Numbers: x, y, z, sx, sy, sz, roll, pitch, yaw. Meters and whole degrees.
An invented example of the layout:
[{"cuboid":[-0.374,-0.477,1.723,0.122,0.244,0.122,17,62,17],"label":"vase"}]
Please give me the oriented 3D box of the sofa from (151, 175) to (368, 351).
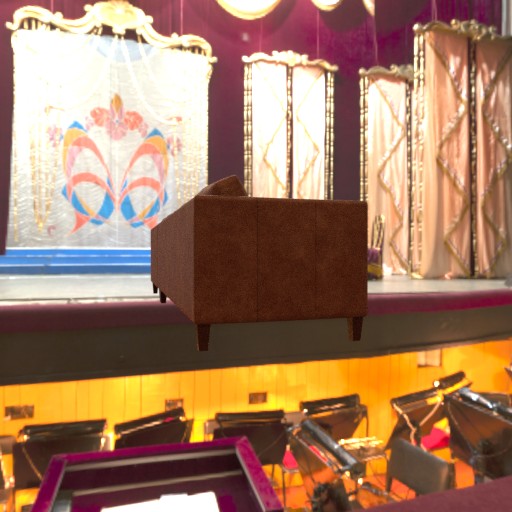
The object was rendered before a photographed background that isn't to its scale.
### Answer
[{"cuboid":[0.000,0.000,3.839,1.581,0.883,3.203,0,1,-17],"label":"sofa"}]
